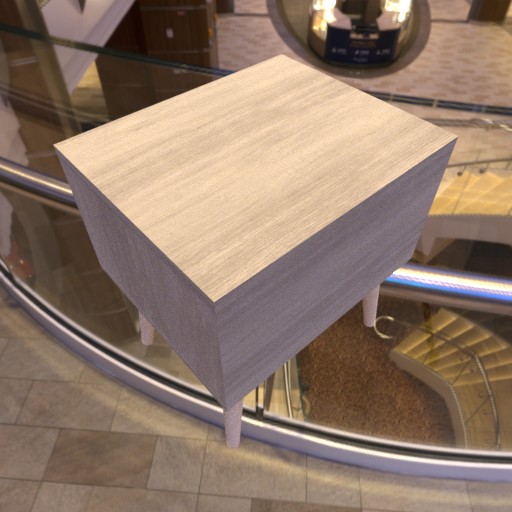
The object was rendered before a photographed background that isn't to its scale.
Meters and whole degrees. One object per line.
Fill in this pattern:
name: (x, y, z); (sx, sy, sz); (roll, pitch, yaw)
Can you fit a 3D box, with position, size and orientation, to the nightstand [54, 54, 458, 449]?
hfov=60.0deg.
nightstand: (0.000, 0.000, 0.824); (0.450, 0.500, 0.380); (-33, 56, -27)
